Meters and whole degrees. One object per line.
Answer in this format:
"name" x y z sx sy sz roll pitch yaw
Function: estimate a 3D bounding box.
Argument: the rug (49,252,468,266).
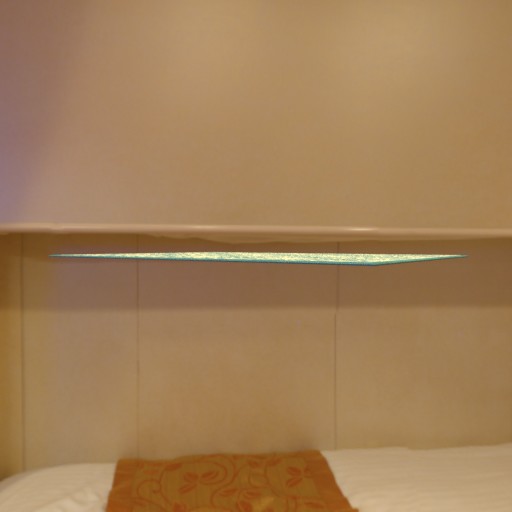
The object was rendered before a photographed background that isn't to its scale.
"rug" 0.000 0.000 2.847 2.205 0.012 1.554 1 2 37
